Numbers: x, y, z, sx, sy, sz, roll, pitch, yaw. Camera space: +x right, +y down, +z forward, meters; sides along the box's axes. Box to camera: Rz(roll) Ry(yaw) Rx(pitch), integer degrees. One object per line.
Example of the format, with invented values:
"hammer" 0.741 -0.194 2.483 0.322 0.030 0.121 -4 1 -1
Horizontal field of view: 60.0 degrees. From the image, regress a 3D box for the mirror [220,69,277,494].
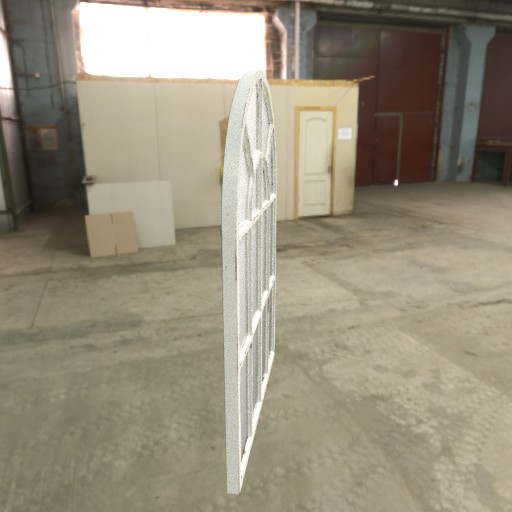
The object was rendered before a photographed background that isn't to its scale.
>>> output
"mirror" 0.000 0.000 1.180 0.032 0.920 0.660 2 16 9
